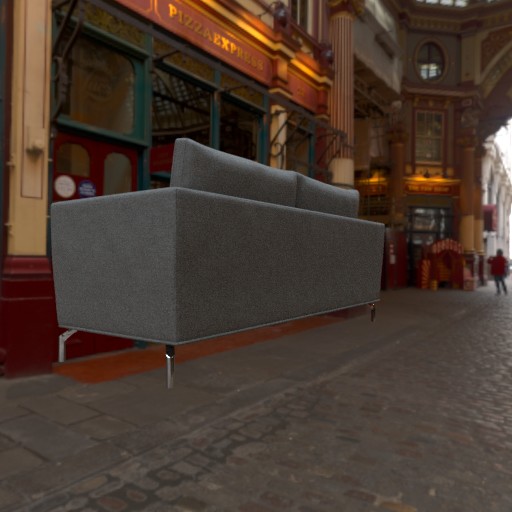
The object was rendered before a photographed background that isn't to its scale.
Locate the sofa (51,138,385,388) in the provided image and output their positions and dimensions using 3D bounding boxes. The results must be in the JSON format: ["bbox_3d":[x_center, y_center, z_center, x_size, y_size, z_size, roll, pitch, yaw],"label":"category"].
[{"bbox_3d":[0.000,0.000,2.741,0.869,1.002,2.212,0,0,35],"label":"sofa"}]
